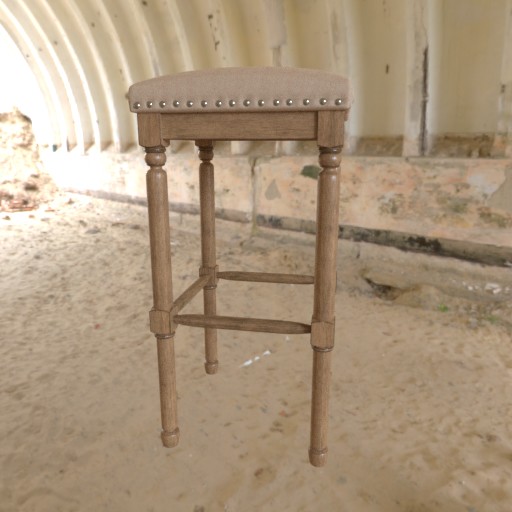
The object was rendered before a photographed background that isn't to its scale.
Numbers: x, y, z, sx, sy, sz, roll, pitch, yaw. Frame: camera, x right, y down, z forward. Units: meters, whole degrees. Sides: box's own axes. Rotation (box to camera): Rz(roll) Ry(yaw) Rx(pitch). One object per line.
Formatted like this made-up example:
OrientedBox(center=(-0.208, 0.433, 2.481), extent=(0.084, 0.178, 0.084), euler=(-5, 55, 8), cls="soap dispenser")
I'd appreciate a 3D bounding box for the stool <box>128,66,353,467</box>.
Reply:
OrientedBox(center=(0.000, 0.000, 0.983), extent=(0.383, 0.768, 0.382), euler=(3, 14, 10), cls="stool")
